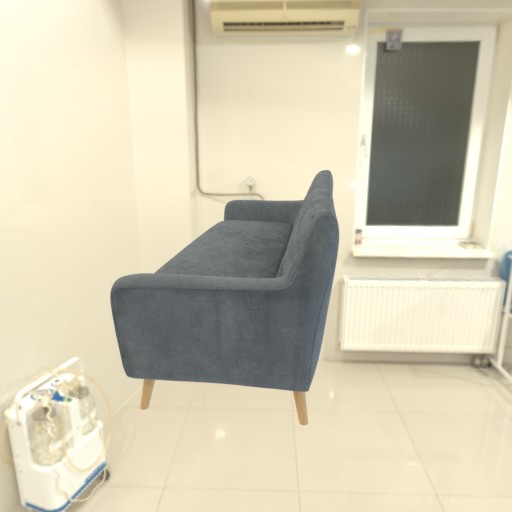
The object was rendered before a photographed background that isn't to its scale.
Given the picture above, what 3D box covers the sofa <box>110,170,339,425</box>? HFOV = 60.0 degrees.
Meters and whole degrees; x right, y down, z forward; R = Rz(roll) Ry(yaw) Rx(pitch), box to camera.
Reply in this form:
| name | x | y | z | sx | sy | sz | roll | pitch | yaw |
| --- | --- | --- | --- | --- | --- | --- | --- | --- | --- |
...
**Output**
| name | x | y | z | sx | sy | sz | roll | pitch | yaw |
| --- | --- | --- | --- | --- | --- | --- | --- | --- | --- |
| sofa | 0.000 | 0.000 | 2.476 | 0.841 | 0.832 | 1.975 | 2 | 16 | 8 |
